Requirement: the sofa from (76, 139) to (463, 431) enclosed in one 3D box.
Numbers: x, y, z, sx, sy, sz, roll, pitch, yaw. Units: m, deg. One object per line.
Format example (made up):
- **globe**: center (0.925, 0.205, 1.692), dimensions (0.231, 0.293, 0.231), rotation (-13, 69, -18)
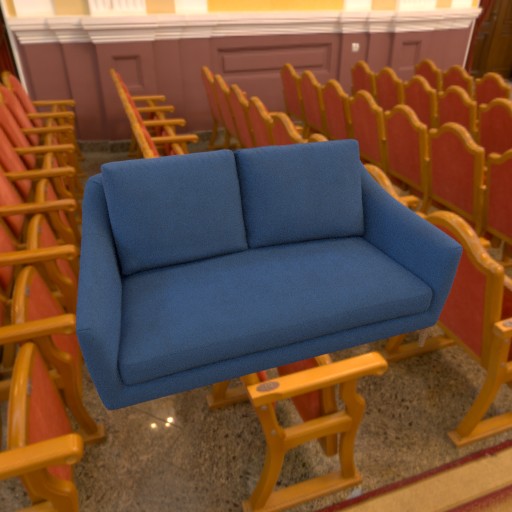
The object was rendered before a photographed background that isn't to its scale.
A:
- **sofa**: center (0.000, 0.000, 2.161), dimensions (1.619, 0.902, 0.960), rotation (-11, 34, -16)
